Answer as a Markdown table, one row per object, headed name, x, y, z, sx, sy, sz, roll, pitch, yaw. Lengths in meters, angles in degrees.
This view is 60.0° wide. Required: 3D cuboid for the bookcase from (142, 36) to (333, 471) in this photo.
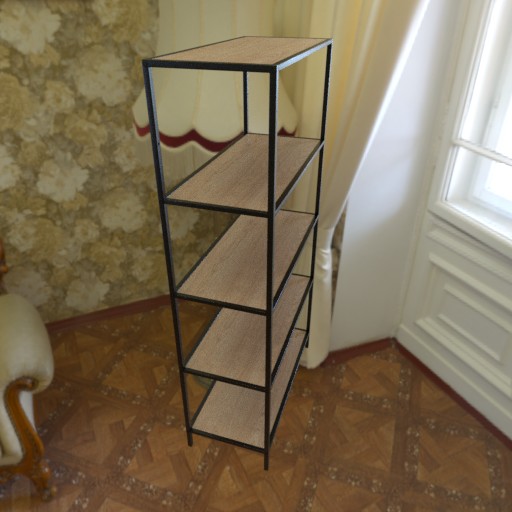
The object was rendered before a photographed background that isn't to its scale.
| name | x | y | z | sx | sy | sz | roll | pitch | yaw |
| --- | --- | --- | --- | --- | --- | --- | --- | --- | --- |
| bookcase | 0.000 | 0.000 | 1.751 | 0.350 | 1.500 | 0.770 | 9 | 32 | 15 |
